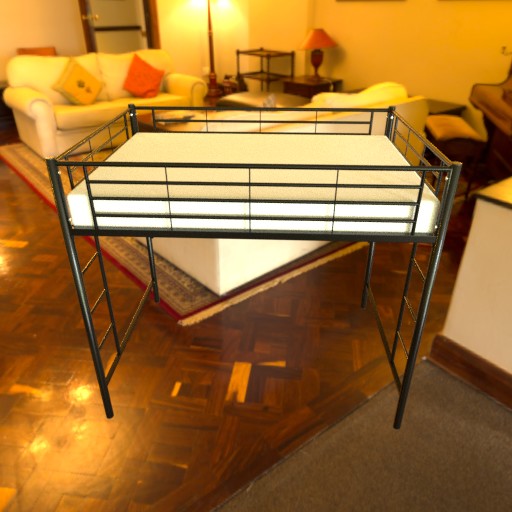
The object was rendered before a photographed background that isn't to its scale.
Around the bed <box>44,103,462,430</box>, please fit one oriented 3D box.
[{"bbox_3d":[0.000,0.000,3.135,1.994,1.803,1.397,1,29,2],"label":"bed"}]
